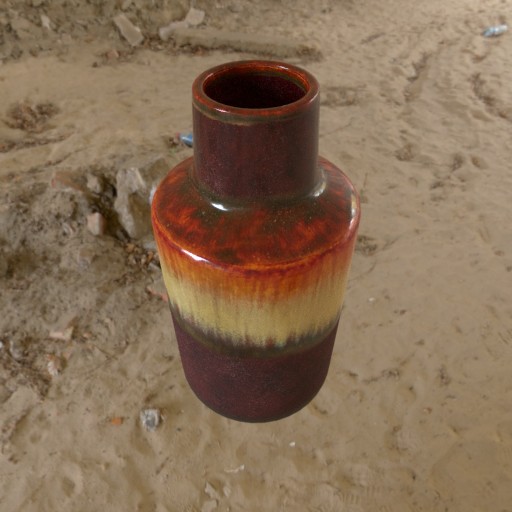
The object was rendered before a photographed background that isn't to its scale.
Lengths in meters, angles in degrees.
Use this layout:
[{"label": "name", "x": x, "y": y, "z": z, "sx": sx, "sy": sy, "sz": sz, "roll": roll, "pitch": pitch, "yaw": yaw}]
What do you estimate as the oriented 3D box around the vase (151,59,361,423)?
[{"label": "vase", "x": 0.000, "y": 0.000, "z": 0.257, "sx": 0.108, "sy": 0.204, "sz": 0.108, "roll": 0, "pitch": 45, "yaw": 0}]
